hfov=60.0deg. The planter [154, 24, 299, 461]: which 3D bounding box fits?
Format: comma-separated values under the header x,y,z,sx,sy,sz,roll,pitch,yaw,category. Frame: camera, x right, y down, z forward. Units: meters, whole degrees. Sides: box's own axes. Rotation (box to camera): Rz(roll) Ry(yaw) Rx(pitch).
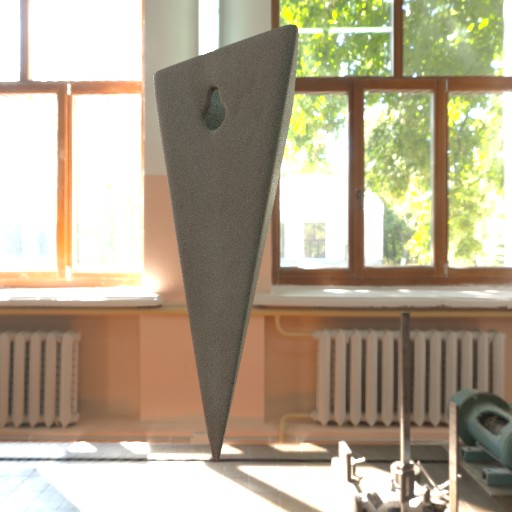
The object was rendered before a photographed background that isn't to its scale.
x,y,z,sx,sy,sz,roll,pitch,yaw,category
0.000,0.000,0.273,0.101,0.224,0.081,0,0,36,planter
